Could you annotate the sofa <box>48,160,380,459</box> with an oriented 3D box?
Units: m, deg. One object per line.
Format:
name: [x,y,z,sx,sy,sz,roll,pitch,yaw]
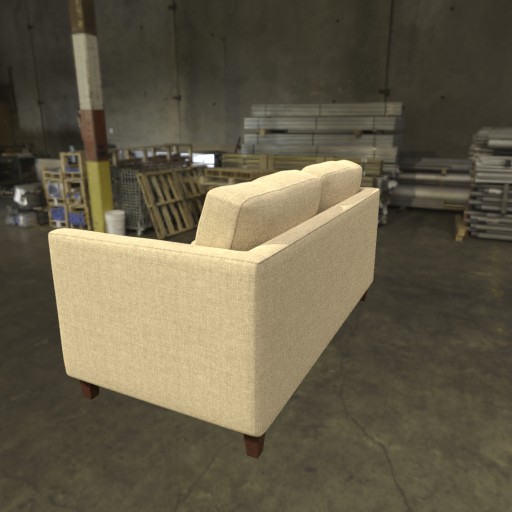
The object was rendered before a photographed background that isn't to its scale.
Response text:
sofa: [0.000,0.000,2.397,0.950,0.963,1.884,8,18,25]
